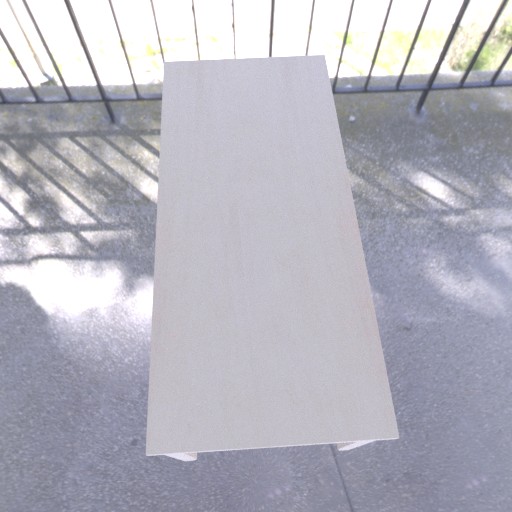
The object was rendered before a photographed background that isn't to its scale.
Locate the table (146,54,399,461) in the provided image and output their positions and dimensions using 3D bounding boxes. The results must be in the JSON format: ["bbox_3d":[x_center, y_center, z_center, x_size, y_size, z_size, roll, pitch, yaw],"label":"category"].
[{"bbox_3d":[0.000,0.000,1.240,0.457,0.483,1.016,-3,63,-2],"label":"table"}]
